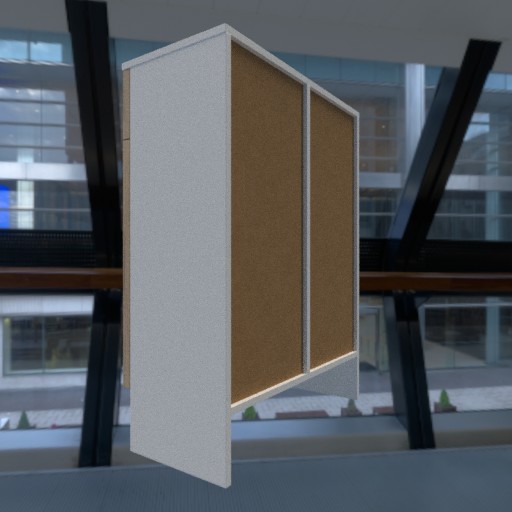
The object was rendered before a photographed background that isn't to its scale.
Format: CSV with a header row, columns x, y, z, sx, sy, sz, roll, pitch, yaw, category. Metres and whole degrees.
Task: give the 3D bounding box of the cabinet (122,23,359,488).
x,y,z,sx,sy,sz,roll,pitch,yaw,category
0.000,0.000,1.105,0.296,0.815,0.600,0,0,35,cabinet
